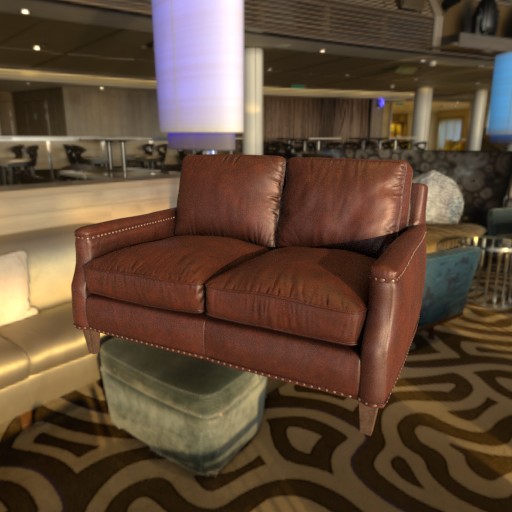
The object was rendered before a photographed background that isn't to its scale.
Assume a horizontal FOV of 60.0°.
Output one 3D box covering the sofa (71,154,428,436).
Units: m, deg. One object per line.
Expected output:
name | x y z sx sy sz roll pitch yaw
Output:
sofa | 0.000 0.000 2.304 1.628 1.003 1.083 7 16 26
